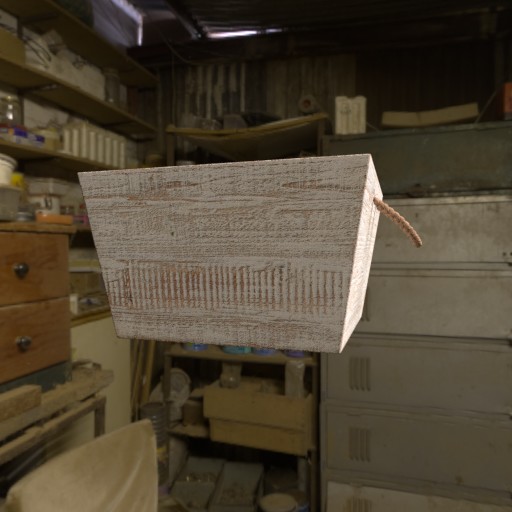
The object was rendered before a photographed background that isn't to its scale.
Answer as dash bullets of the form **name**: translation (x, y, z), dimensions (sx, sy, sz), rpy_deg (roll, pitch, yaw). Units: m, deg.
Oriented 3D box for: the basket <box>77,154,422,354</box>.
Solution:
- **basket**: translation (0.000, 0.000, 0.778), dimensions (0.545, 0.247, 0.413), rpy_deg (0, 1, 18)
